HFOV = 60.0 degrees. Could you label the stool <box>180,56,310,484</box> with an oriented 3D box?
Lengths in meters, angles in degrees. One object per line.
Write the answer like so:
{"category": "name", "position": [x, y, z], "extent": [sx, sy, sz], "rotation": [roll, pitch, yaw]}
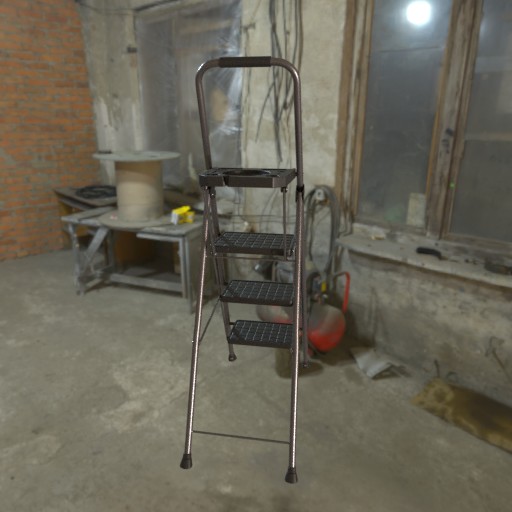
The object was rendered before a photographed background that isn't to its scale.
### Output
{"category": "stool", "position": [0.000, 0.000, 1.594], "extent": [0.396, 1.277, 0.733], "rotation": [3, 18, 9]}
